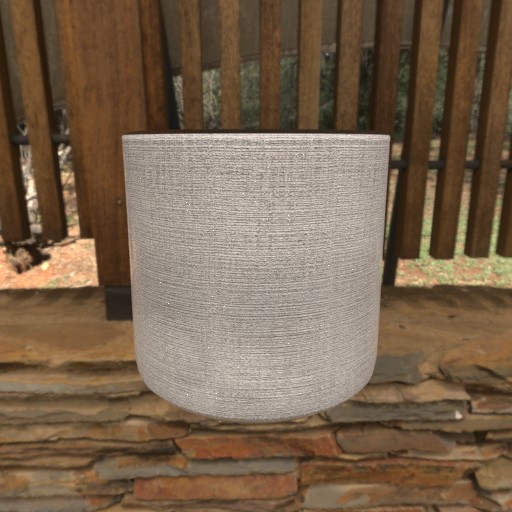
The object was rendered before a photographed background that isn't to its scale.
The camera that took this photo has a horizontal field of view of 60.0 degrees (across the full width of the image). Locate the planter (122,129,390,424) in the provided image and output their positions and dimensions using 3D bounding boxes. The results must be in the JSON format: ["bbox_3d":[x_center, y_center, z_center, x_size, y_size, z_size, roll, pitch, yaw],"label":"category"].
[{"bbox_3d":[0.000,0.000,0.289,0.160,0.156,0.160,0,14,0],"label":"planter"}]
